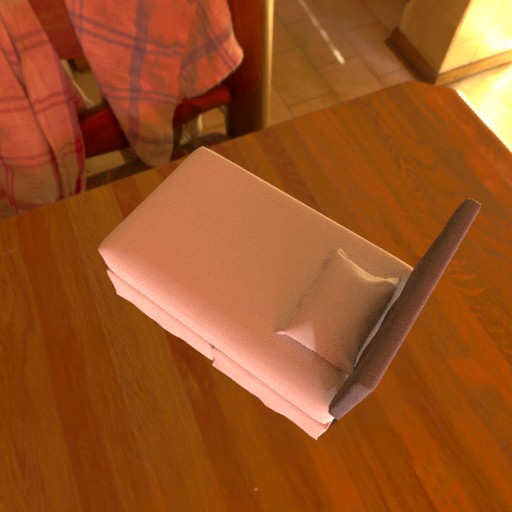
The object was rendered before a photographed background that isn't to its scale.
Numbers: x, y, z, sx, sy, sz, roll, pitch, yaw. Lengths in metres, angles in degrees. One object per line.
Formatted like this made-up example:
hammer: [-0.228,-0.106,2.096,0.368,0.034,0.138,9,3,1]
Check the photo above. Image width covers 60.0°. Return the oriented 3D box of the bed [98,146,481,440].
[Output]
bed: [0.000,0.000,2.947,1.997,1.571,1.261,33,67,16]
